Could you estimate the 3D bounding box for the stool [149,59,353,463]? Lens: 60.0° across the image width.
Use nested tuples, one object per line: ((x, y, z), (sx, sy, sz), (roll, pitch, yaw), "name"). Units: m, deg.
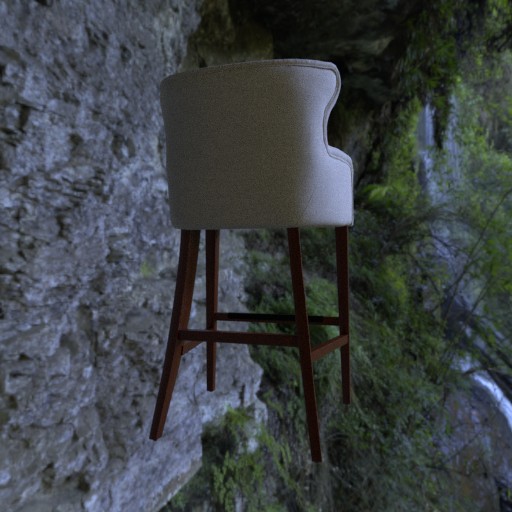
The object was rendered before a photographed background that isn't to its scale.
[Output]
((0.000, 0.000, 1.384), (0.556, 1.034, 0.563), (0, 0, 17), "stool")
